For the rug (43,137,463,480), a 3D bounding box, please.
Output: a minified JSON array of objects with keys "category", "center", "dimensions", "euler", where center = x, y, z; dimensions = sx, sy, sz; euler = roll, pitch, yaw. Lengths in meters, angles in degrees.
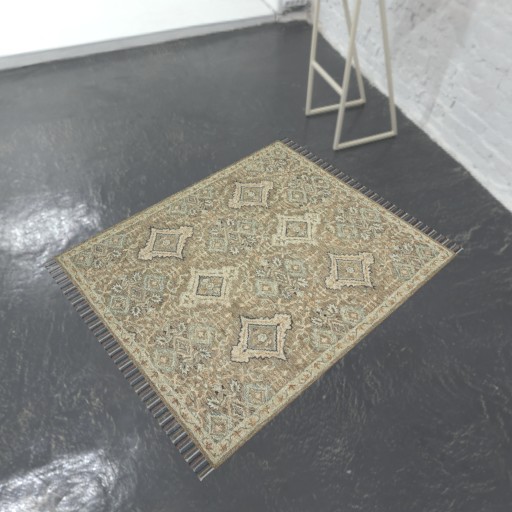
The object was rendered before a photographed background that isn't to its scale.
[{"category":"rug","center":[0.000,0.000,4.103],"dimensions":[3.056,0.010,2.437],"euler":[-33,57,-26]}]
